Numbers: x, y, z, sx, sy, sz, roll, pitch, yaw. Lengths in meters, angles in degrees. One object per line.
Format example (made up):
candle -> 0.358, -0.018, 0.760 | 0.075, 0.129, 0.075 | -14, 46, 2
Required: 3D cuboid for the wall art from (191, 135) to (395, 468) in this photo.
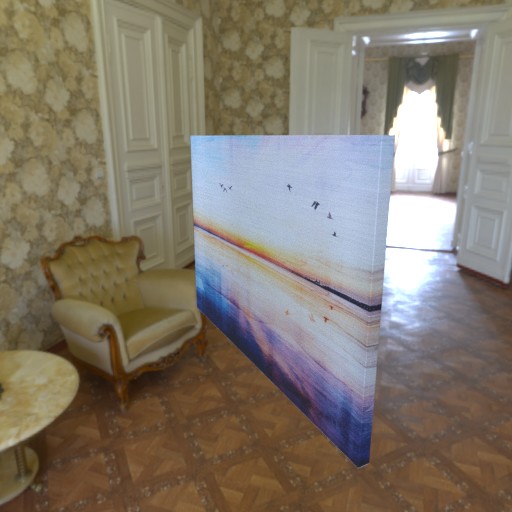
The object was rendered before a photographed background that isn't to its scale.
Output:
wall art -> 0.000, 0.000, 1.441 | 0.034, 0.756, 1.137 | -7, 17, -26
